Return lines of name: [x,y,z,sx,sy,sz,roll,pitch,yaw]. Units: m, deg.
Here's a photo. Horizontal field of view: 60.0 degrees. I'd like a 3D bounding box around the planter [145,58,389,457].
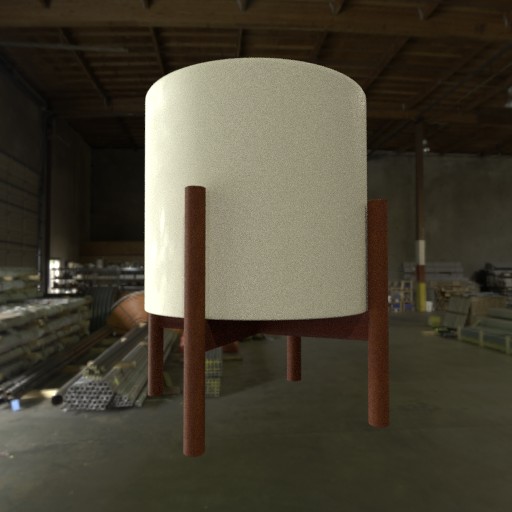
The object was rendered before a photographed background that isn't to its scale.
planter: [0.000,0.000,0.860,0.420,0.581,0.421,1,-2,-19]
